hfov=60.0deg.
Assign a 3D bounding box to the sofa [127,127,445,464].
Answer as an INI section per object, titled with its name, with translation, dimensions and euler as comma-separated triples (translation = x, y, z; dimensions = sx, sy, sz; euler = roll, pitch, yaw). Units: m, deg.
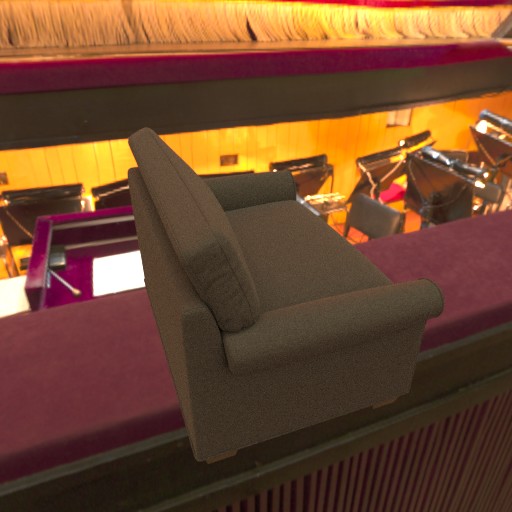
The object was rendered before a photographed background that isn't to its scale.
[sofa]
translation = 0.000, 0.000, 2.030
dimensions = 0.940, 0.953, 1.410
euler = -11, 32, -18
